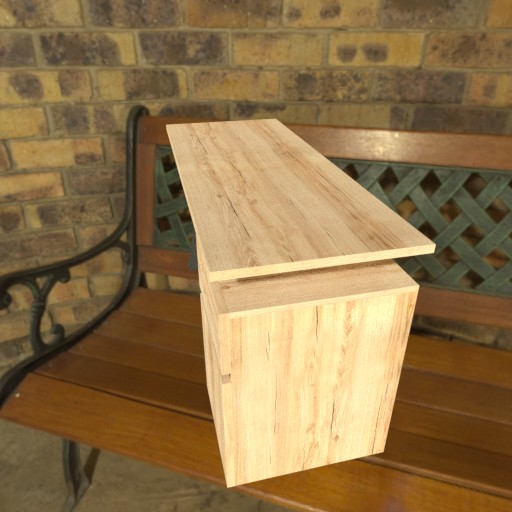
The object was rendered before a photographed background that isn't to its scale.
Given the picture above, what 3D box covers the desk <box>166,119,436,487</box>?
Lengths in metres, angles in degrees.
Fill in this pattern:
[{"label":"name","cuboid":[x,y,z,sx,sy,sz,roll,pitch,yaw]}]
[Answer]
[{"label":"desk","cuboid":[0.000,0.000,1.790,0.550,0.760,1.400,-7,30,-12]}]
